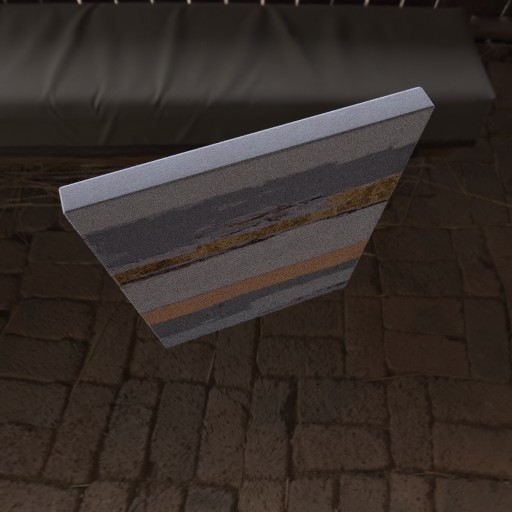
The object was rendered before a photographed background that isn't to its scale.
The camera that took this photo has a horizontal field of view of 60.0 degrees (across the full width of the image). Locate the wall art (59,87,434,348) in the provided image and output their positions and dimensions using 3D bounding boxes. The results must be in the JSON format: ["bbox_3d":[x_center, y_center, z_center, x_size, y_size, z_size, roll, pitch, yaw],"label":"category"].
[{"bbox_3d":[0.000,0.000,0.795,0.456,0.609,0.038,-18,66,-8],"label":"wall art"}]
